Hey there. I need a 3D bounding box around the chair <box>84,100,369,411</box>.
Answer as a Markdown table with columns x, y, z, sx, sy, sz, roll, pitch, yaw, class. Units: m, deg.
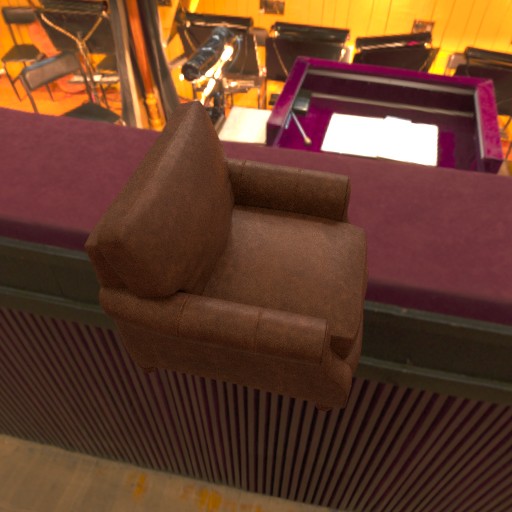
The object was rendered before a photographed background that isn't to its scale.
| x | y | z | sx | sy | sz | roll | pitch | yaw | class |
| --- | --- | --- | --- | --- | --- | --- | --- | --- | --- |
| 0.000 | 0.000 | 1.872 | 1.002 | 0.976 | 0.996 | 10 | 48 | 9 | chair |
